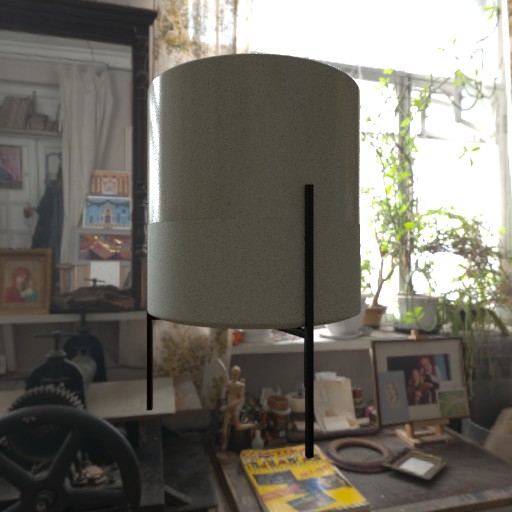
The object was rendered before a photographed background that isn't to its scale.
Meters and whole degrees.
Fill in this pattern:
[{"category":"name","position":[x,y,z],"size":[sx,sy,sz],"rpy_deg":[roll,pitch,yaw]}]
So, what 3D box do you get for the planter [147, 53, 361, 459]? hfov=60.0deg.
[{"category":"planter","position":[0.000,0.000,0.675],"size":[0.314,0.475,0.323],"rpy_deg":[0,0,36]}]
